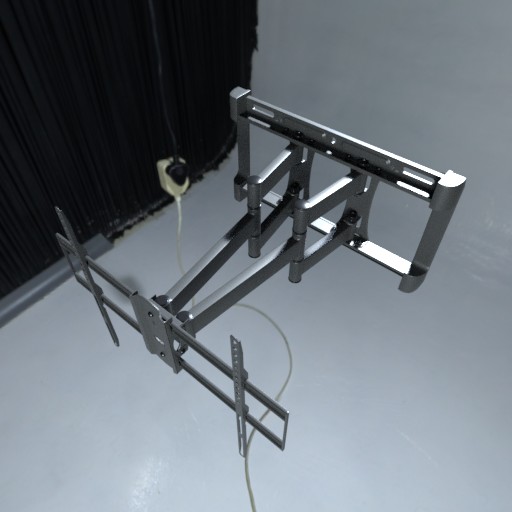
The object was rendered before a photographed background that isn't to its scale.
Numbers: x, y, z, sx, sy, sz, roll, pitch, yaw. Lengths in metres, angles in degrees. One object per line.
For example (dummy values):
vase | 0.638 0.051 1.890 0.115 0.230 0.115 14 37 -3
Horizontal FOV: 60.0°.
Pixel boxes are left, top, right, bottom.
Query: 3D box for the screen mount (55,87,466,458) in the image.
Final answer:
screen mount | 0.000 0.000 1.083 0.661 0.491 0.644 31 54 26
